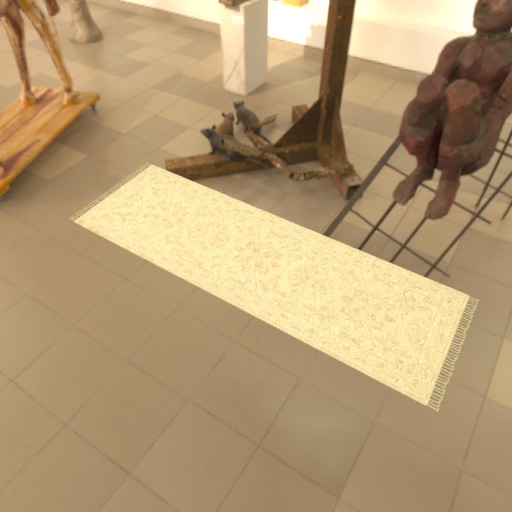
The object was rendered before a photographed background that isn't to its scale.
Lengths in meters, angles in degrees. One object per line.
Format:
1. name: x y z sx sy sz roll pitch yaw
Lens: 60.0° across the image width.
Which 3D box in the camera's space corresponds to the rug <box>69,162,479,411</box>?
1. rug: 0.000 0.000 2.797 2.544 0.015 0.795 25 51 22
